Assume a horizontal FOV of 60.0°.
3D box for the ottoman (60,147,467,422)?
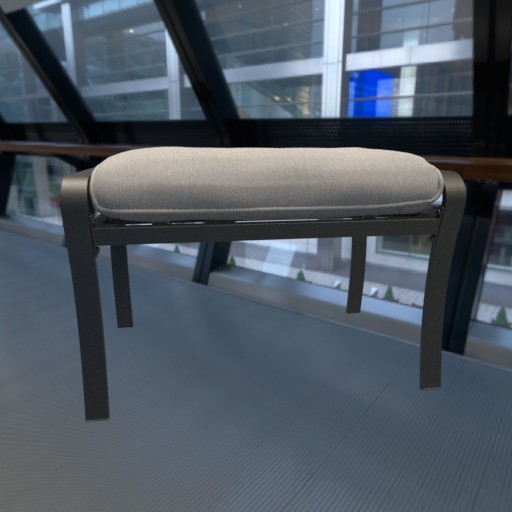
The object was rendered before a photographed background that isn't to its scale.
[{"bbox_3d":[0.000,0.000,0.880,0.610,0.422,0.406,-2,14,-9],"label":"ottoman"}]
